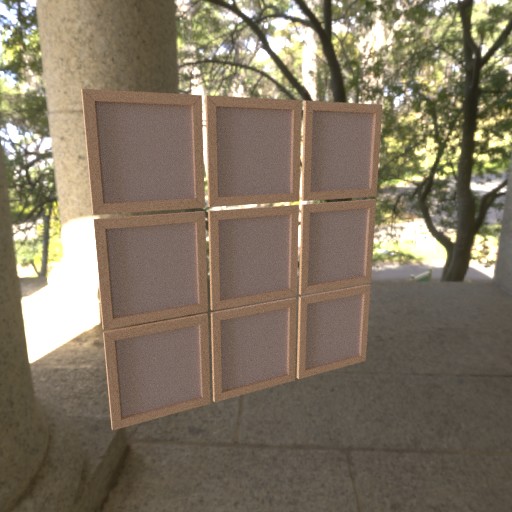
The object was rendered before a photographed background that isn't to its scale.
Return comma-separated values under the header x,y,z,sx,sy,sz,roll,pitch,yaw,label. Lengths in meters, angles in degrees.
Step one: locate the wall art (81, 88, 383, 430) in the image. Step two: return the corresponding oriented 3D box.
x,y,z,sx,sy,sz,roll,pitch,yaw,label
0.000,0.000,1.791,1.217,1.207,0.016,-7,16,-26,wall art
